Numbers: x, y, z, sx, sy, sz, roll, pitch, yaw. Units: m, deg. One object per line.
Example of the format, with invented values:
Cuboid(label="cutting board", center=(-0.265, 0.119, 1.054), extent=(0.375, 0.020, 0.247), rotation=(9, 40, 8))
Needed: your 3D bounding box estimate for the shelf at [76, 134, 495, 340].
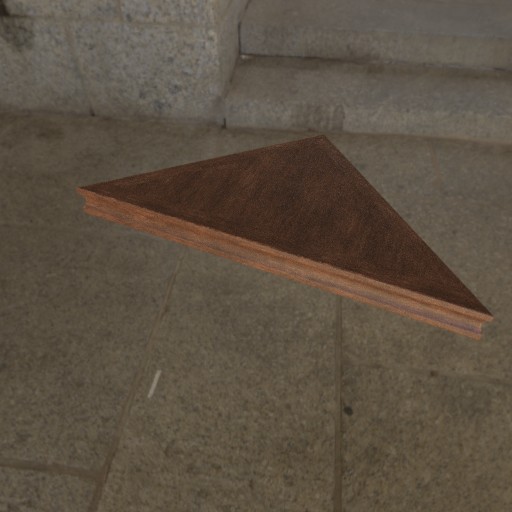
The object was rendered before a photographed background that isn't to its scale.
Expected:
Cuboid(label="shelf", center=(0.000, 0.000, 0.426), extent=(0.296, 0.035, 0.296), rotation=(-16, 48, -15))
